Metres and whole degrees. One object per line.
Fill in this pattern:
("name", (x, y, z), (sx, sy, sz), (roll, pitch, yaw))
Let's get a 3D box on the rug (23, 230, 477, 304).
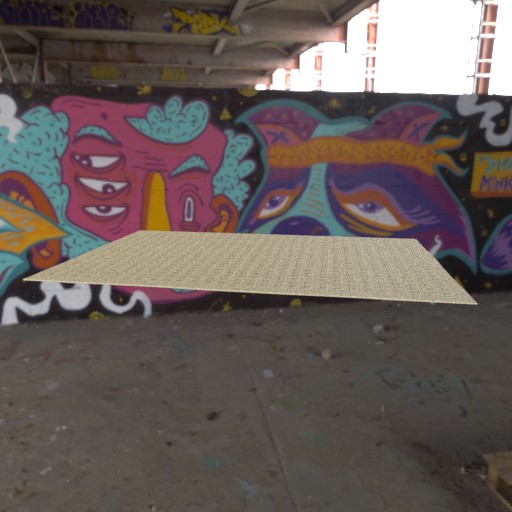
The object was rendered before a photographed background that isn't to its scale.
("rug", (0.000, 0.000, 2.224), (1.747, 0.006, 1.143), (2, 14, 9))
